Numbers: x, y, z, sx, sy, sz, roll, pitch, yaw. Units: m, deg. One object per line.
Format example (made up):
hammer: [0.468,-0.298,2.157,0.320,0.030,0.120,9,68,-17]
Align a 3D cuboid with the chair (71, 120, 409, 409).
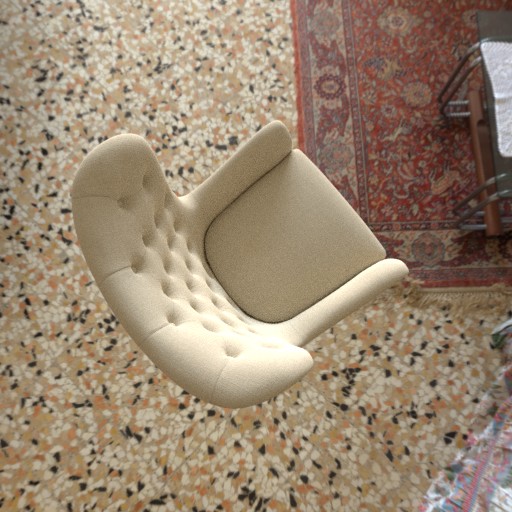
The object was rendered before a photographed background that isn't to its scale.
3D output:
chair: [0.000,0.000,1.683,0.929,1.079,0.831,-36,79,-8]
